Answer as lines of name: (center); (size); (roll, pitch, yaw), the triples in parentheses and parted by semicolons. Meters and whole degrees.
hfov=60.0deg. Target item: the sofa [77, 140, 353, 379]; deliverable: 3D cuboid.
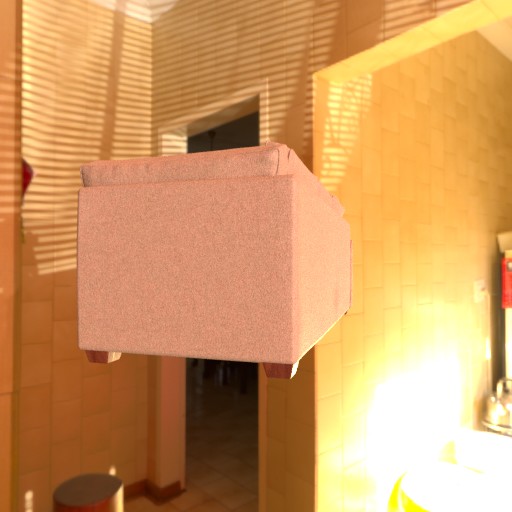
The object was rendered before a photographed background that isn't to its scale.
sofa: (0.000, 0.000, 2.889); (1.061, 0.962, 2.317); (0, -1, 17)
